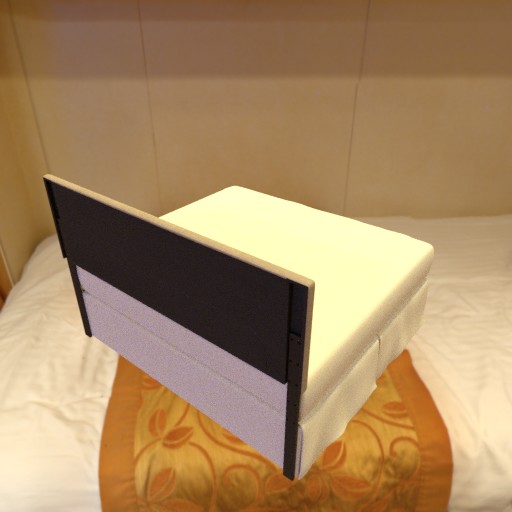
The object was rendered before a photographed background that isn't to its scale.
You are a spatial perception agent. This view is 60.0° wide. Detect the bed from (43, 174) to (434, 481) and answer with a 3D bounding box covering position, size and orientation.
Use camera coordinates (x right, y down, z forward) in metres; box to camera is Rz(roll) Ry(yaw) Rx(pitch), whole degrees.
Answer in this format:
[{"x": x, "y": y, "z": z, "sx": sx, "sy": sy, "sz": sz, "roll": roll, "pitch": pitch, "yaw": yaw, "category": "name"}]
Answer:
[{"x": 0.000, "y": 0.000, "z": 3.338, "sx": 2.170, "sy": 1.346, "sz": 1.914, "roll": 22, "pitch": 36, "yaw": 33, "category": "bed"}]
